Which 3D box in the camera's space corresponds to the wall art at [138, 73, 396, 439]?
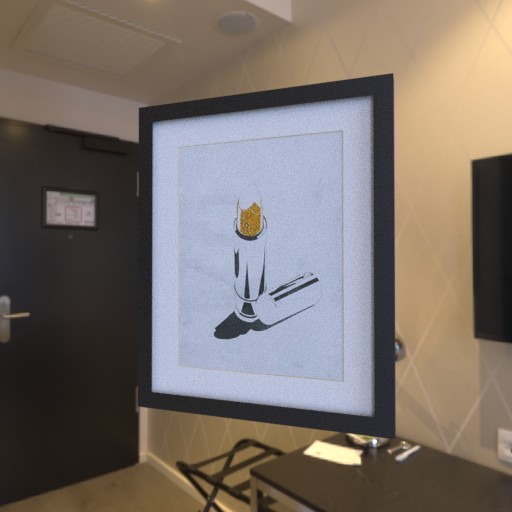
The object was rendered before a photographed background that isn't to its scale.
[{"bbox_3d":[0.000,0.000,0.766,0.457,0.559,0.029,0,-1,20],"label":"wall art"}]
